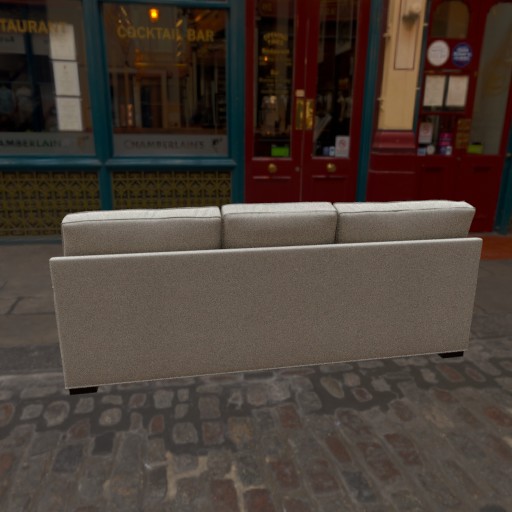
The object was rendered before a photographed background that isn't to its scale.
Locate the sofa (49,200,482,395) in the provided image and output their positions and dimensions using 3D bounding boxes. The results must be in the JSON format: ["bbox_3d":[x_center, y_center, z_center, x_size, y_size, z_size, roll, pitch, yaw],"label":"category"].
[{"bbox_3d":[0.000,0.000,2.840,2.087,0.861,1.496,-3,16,-10],"label":"sofa"}]
